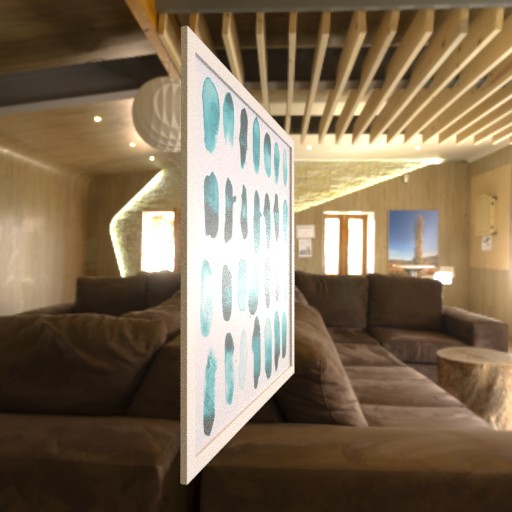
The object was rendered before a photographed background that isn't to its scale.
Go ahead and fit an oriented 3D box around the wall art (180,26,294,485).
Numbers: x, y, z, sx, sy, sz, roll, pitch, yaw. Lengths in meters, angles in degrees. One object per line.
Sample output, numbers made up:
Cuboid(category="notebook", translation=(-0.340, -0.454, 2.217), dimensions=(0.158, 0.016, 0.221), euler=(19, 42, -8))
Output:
Cuboid(category="wall art", translation=(0.000, 0.000, 0.805), dimensions=(0.009, 0.559, 0.558), euler=(0, 0, 18))
